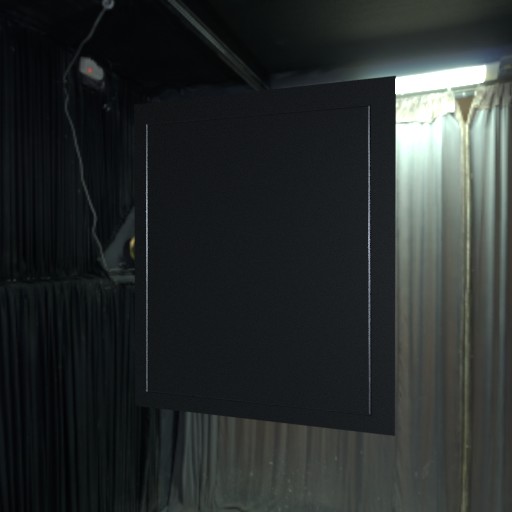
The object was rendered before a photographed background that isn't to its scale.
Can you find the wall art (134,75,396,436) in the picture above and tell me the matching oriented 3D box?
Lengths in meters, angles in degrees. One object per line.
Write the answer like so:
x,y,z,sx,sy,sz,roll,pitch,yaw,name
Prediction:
0.000,0.000,0.769,0.461,0.558,0.031,0,1,17,wall art
